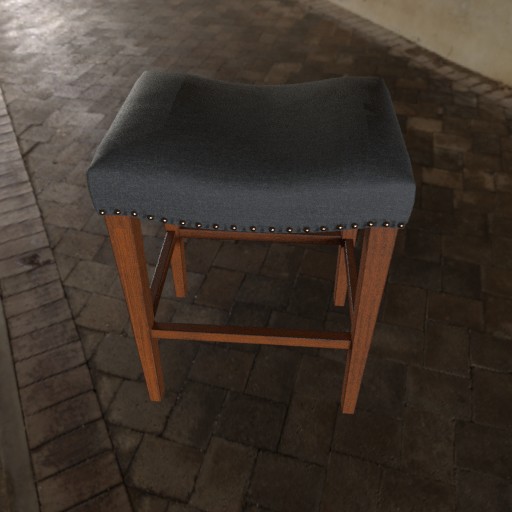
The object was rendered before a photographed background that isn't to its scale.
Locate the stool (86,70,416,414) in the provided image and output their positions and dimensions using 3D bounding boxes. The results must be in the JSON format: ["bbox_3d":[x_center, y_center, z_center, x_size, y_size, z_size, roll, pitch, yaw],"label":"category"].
[{"bbox_3d":[0.000,0.000,0.848,0.439,0.612,0.320,3,46,3],"label":"stool"}]
